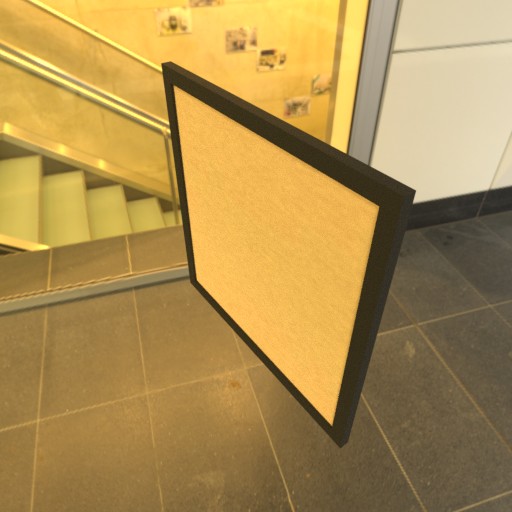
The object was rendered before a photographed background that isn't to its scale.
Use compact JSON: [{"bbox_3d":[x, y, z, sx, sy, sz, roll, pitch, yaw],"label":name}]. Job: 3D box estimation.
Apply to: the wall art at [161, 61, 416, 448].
[{"bbox_3d":[0.000,0.000,0.527,0.013,0.356,0.356,-26,47,-27],"label":"wall art"}]
